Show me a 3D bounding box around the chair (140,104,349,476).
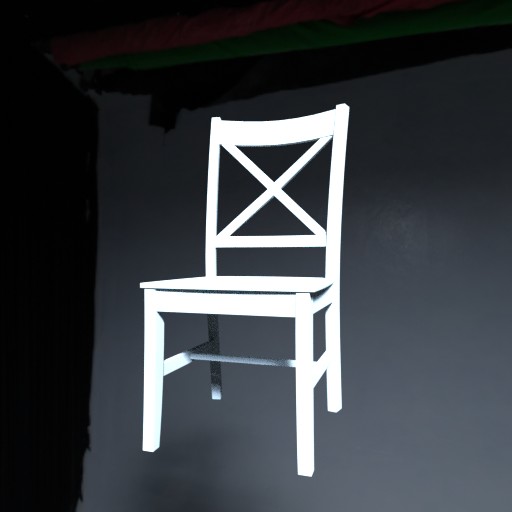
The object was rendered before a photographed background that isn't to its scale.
[{"bbox_3d":[0.000,0.000,1.301,0.485,0.983,0.542,0,0,18],"label":"chair"}]
